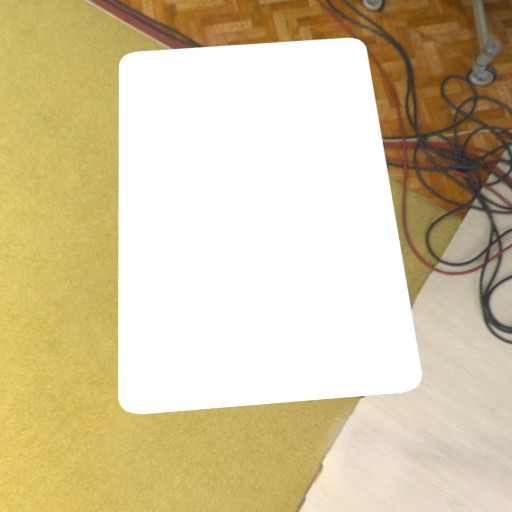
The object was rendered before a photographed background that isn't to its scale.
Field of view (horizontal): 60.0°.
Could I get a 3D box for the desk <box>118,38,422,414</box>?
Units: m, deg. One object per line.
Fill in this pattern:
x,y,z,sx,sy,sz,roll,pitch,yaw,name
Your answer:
0.000,0.000,1.274,0.549,0.800,0.762,-4,75,-1,desk
